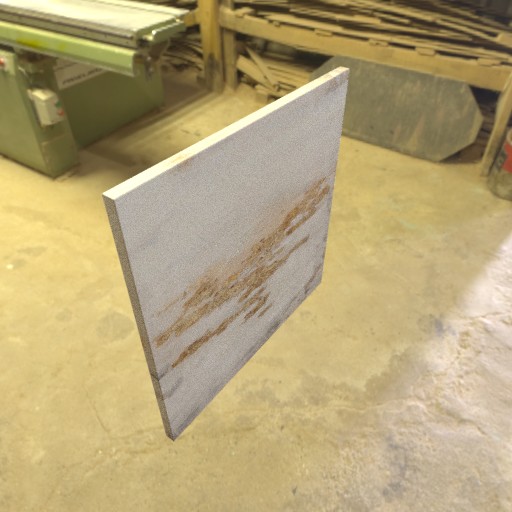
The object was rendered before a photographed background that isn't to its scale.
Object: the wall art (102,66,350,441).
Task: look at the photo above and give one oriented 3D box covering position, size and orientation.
[{"bbox_3d":[0.000,0.000,1.552,0.040,1.018,1.015,26,47,27],"label":"wall art"}]
